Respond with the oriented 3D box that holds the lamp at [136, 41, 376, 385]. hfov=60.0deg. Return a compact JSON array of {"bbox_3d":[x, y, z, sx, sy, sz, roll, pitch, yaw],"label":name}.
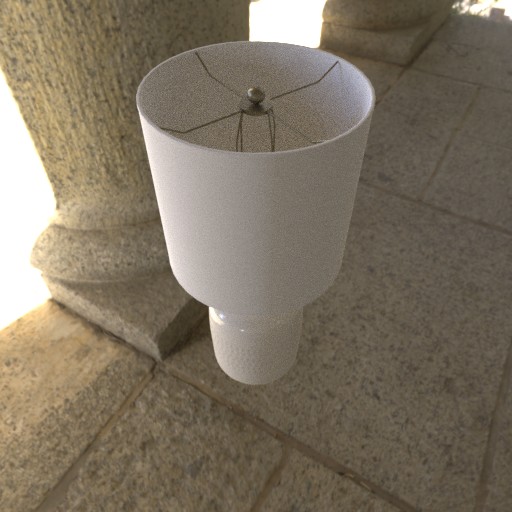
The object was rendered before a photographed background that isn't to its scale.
[{"bbox_3d":[0.000,0.000,0.496,0.188,0.392,0.188,1,47,1],"label":"lamp"}]
